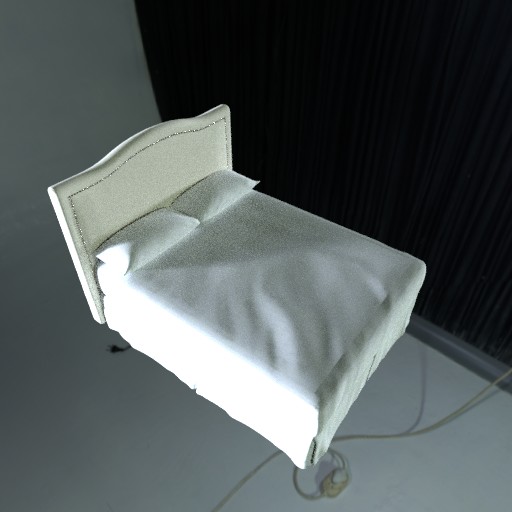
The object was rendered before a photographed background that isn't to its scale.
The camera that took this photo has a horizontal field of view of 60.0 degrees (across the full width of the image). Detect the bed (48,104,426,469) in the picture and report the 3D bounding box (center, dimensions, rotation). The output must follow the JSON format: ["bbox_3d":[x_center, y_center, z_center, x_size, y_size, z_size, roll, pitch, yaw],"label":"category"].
[{"bbox_3d":[0.000,0.000,3.341,2.143,1.460,1.753,27,48,27],"label":"bed"}]
